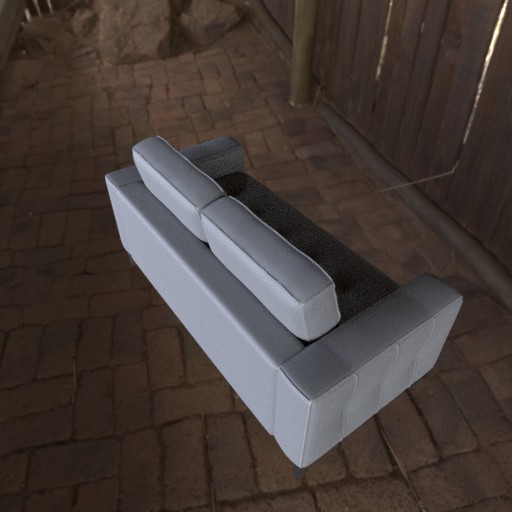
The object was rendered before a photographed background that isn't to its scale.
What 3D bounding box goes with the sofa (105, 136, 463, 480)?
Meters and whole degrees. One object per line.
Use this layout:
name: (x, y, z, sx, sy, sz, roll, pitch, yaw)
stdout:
sofa: (0.000, 0.000, 2.192, 0.833, 0.892, 1.726, -26, 48, -26)
